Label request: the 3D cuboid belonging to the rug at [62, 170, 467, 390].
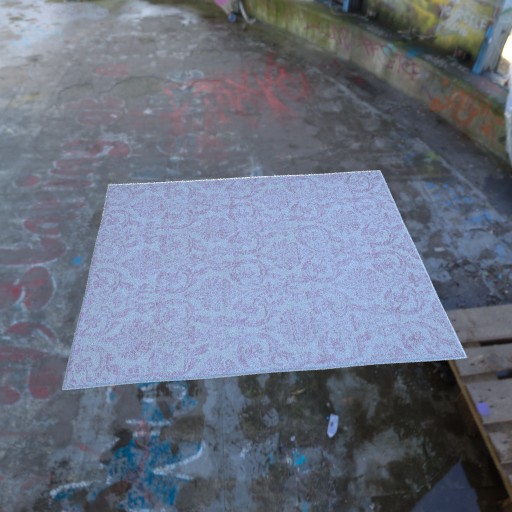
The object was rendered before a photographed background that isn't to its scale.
[{"bbox_3d":[0.000,0.000,4.045,2.980,0.012,2.363,-4,47,-3],"label":"rug"}]
